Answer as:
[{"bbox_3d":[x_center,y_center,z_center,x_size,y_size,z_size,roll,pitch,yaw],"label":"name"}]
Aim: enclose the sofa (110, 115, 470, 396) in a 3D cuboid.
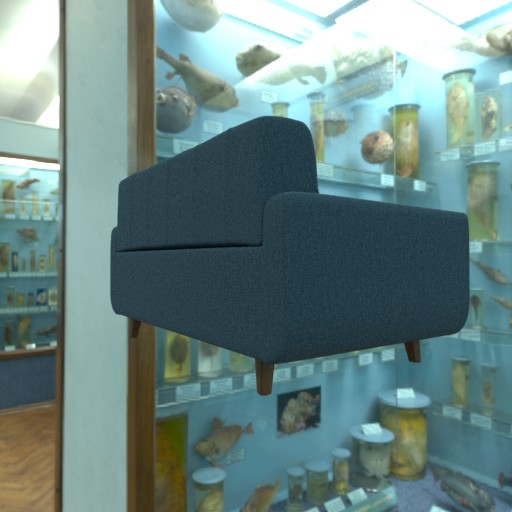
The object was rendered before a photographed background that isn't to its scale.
[{"bbox_3d":[0.000,0.000,2.161,0.942,0.896,1.651,0,-1,-35],"label":"sofa"}]
